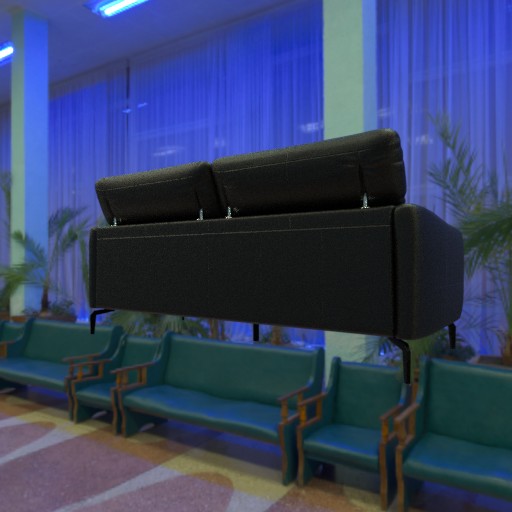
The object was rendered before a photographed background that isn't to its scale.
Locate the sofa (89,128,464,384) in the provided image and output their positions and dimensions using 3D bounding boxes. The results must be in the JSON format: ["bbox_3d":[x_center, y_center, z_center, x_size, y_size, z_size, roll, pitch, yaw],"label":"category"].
[{"bbox_3d":[0.000,0.000,2.500,2.069,0.957,0.856,0,-1,35],"label":"sofa"}]
